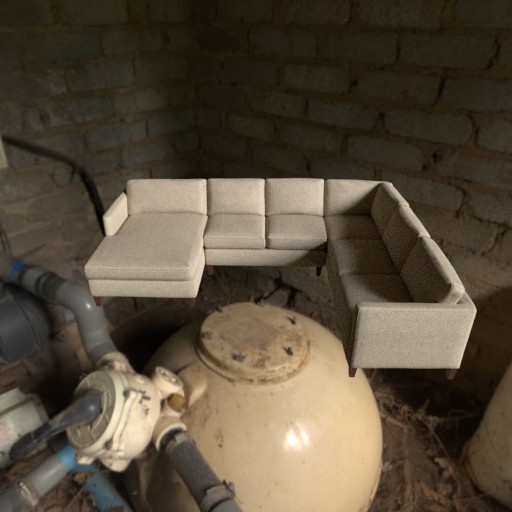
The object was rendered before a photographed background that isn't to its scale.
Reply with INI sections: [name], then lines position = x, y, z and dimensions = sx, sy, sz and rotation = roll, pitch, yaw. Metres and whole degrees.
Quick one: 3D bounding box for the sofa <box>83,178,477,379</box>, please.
[sofa]
position = 0.000, 0.000, 4.618
dimensions = 3.460, 0.959, 2.593
rotation = 1, 29, 1
